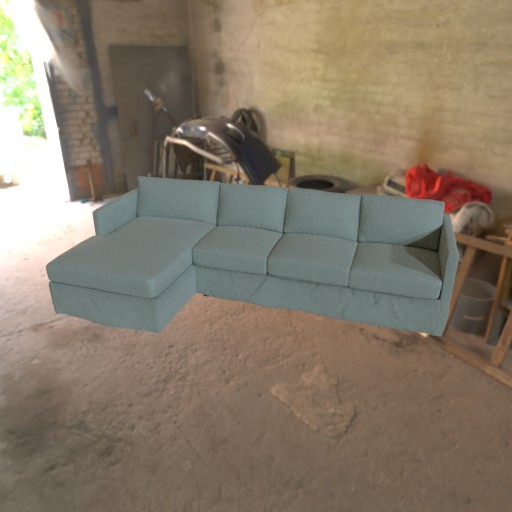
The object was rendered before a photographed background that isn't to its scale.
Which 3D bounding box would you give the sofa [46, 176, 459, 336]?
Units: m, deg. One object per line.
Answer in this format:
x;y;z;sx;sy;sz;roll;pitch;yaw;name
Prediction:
0.000;0.000;3.876;3.205;0.922;1.650;8;26;16;sofa
